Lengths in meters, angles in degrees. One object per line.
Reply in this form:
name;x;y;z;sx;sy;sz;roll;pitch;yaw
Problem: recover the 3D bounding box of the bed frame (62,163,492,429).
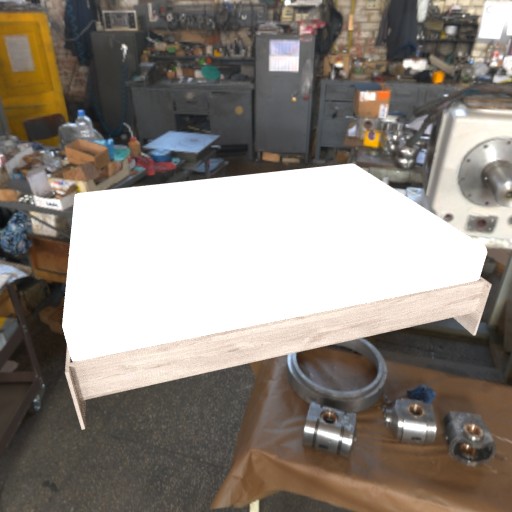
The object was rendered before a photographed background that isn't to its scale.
bed frame;0.000;0.000;2.530;1.945;0.497;1.445;-9;31;-15
